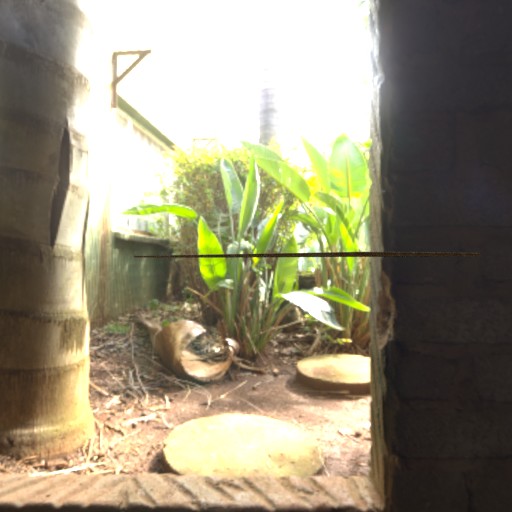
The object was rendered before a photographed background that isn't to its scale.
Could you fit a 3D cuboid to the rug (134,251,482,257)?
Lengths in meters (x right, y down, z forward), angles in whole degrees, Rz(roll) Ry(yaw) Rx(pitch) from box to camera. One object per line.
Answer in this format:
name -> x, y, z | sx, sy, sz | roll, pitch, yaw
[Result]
rug -> 0.000, 0.000, 2.563 | 0.691, 0.013, 2.289 | 0, 0, -33
